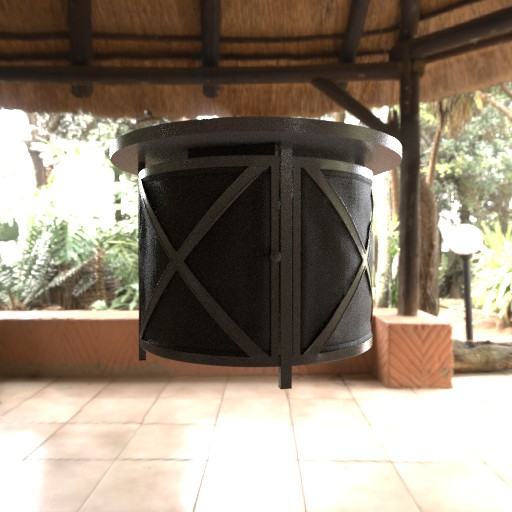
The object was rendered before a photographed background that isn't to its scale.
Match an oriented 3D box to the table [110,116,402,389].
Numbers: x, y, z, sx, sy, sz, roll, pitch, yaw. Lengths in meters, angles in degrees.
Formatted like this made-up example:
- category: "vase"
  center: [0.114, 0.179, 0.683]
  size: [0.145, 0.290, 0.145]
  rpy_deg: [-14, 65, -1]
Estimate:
- category: "table"
  center: [0.000, 0.000, 1.468]
  size: [0.914, 0.650, 0.914]
  rpy_deg: [0, 1, 0]
